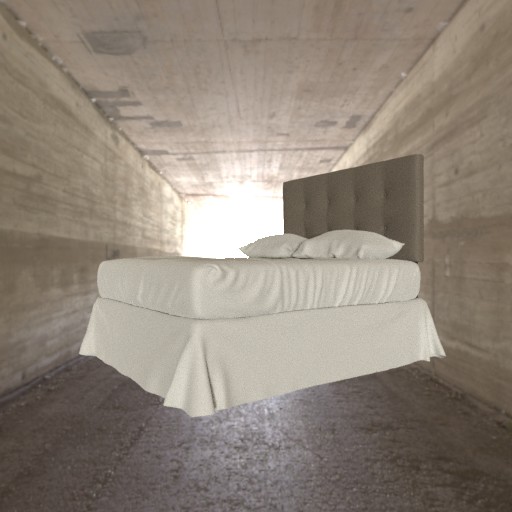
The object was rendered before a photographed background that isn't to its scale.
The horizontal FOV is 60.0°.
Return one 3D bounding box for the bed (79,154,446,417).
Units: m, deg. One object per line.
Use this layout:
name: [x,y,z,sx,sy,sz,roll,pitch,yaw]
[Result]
bed: [0.000,0.000,3.467,2.222,1.577,1.936,0,0,-36]
